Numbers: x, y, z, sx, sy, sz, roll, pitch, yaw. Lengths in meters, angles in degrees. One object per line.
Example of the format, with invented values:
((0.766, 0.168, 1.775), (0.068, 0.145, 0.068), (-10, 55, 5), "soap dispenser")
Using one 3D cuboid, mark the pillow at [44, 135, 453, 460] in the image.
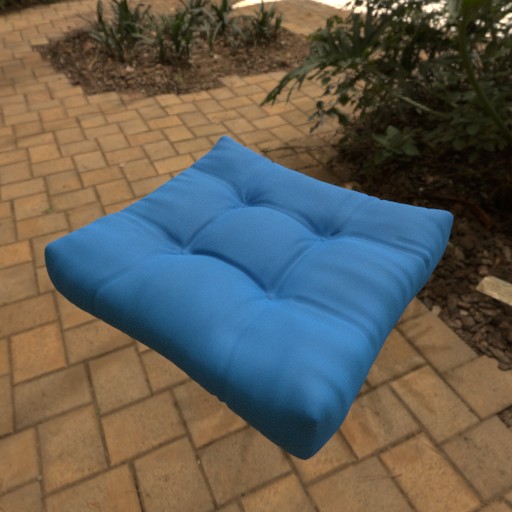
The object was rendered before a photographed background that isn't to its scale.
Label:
((0.000, 0.000, 0.717), (0.490, 0.128, 0.468), (25, 47, 26), "pillow")
